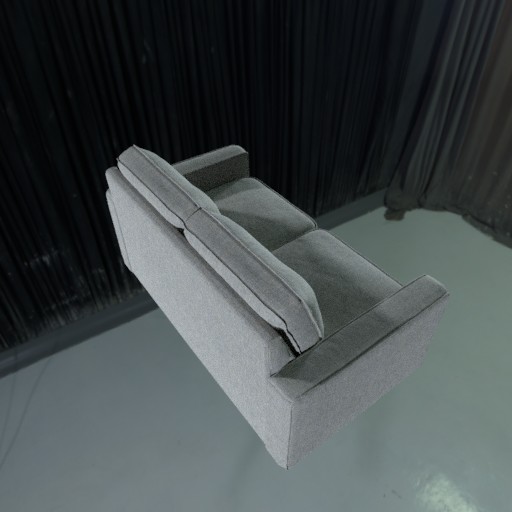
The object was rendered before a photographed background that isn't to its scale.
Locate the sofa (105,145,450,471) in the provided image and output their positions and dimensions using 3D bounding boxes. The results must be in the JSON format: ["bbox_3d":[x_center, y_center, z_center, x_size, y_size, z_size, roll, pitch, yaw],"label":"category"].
[{"bbox_3d":[0.000,0.000,2.340,0.945,0.915,1.706,-26,48,-26],"label":"sofa"}]
